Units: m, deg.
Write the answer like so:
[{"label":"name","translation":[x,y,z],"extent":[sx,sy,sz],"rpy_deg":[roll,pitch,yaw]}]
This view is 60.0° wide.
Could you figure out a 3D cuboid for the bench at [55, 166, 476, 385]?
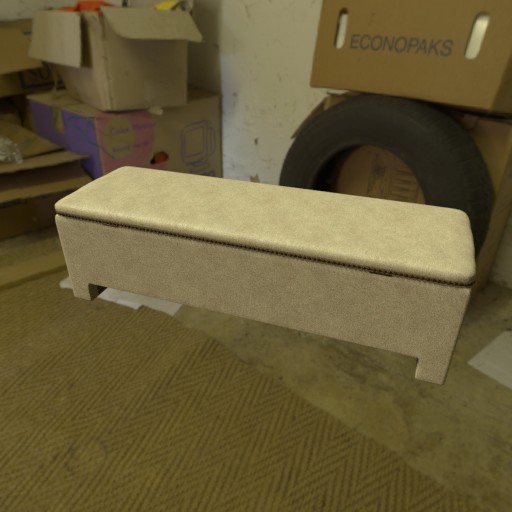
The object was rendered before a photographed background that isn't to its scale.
[{"label":"bench","translation":[0.000,0.000,1.729],"extent":[1.482,0.447,0.470],"rpy_deg":[10,32,17]}]
